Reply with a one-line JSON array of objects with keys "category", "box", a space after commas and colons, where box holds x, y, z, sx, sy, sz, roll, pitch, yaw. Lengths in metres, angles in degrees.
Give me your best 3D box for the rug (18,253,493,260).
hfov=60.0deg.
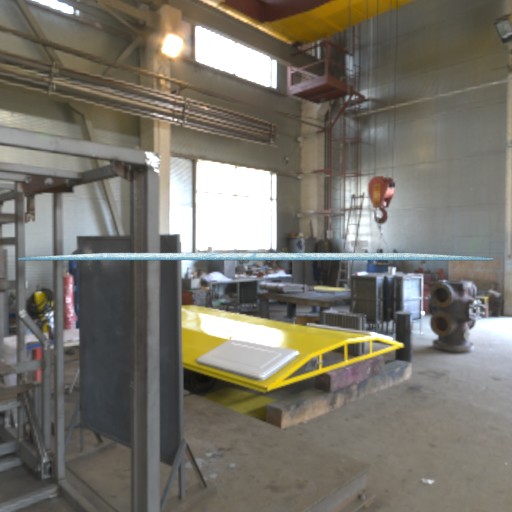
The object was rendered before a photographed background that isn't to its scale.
[{"category": "rug", "box": [0.000, 0.000, 1.435, 1.219, 0.007, 0.604, 0, 1, 0]}]
